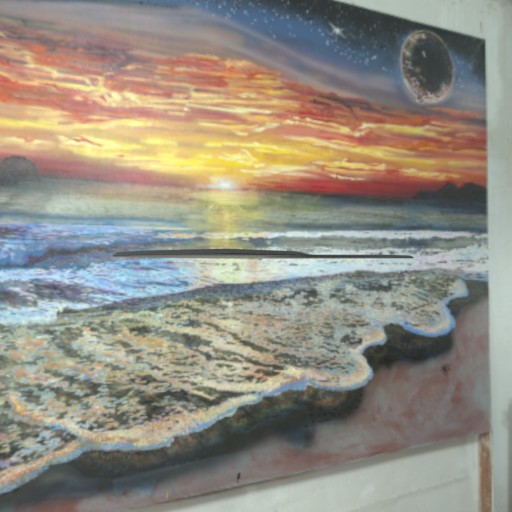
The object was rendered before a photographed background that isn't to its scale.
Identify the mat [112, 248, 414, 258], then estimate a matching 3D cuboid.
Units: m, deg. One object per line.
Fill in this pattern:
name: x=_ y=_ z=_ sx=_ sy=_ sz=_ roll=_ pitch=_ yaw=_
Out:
mat: x=0.000 y=0.000 z=1.895 sx=0.917 sy=0.016 sz=1.525 roll=-1 pitch=-1 yaw=36
